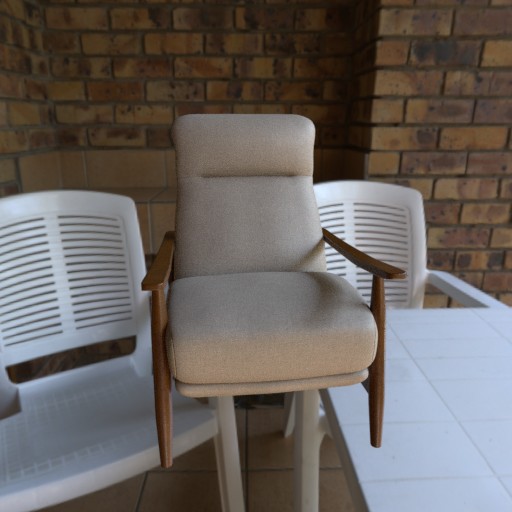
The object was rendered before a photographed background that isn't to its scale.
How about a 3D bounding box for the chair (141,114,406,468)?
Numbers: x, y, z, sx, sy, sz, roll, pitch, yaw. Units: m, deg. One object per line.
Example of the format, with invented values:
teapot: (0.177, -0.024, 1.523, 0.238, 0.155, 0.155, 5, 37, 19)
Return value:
chair: (0.000, 0.000, 1.753, 0.762, 1.082, 1.030, -2, 17, -7)
